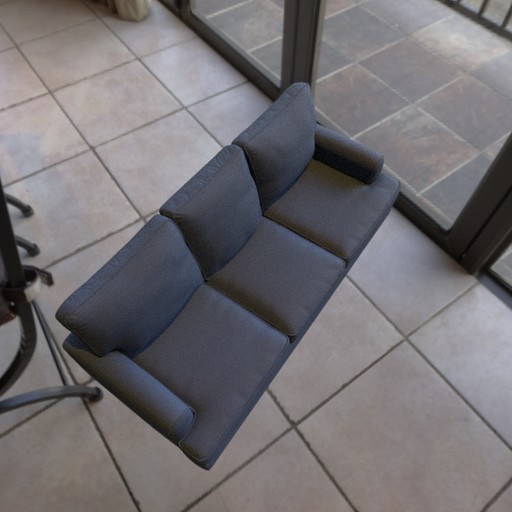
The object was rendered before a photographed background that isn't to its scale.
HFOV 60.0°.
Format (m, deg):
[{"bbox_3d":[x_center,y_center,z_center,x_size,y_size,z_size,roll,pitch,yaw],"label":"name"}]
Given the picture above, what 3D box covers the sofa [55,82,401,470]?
[{"bbox_3d":[0.000,0.000,2.651,0.951,0.965,2.158,31,63,18],"label":"sofa"}]
